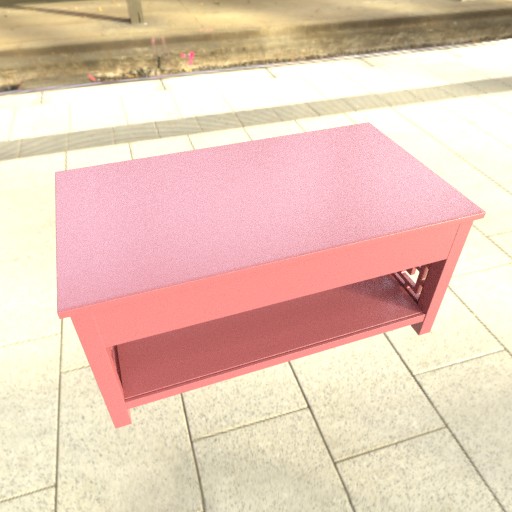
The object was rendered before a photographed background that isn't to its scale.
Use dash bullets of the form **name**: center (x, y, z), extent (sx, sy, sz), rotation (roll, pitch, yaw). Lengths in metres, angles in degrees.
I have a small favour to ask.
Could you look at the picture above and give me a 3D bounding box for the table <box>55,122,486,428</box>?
- **table**: center (0.000, 0.000, 1.409), extent (1.068, 0.493, 0.612), rotation (-13, 42, -15)
